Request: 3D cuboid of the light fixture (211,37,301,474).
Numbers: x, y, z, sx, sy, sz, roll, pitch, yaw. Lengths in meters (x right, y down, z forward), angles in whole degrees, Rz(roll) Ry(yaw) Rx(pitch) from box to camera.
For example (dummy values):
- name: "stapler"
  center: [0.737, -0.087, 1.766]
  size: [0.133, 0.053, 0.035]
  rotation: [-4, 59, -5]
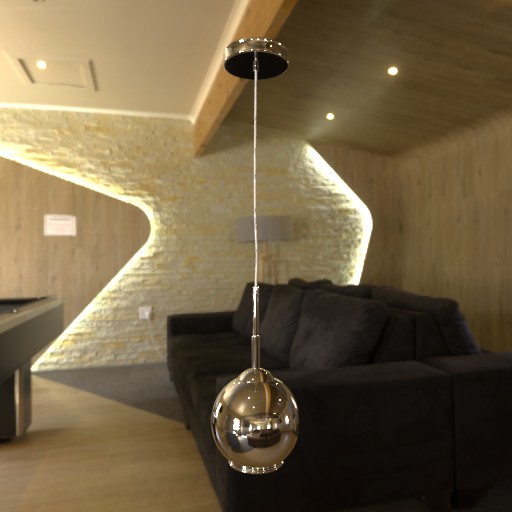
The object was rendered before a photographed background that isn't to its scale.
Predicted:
- name: "light fixture"
  center: [0.000, 0.000, 1.673]
  size: [0.336, 1.538, 0.336]
  rotation: [0, -1, 0]
